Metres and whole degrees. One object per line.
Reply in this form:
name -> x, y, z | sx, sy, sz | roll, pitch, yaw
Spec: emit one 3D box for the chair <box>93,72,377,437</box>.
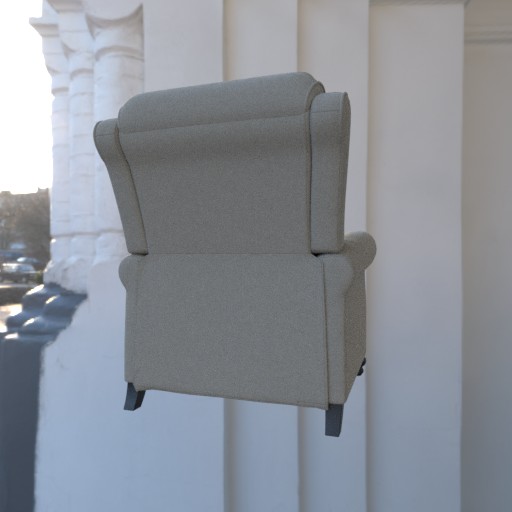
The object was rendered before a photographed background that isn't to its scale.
chair -> 0.000, 0.000, 1.704 | 0.859, 1.046, 0.919 | 0, 0, 19
